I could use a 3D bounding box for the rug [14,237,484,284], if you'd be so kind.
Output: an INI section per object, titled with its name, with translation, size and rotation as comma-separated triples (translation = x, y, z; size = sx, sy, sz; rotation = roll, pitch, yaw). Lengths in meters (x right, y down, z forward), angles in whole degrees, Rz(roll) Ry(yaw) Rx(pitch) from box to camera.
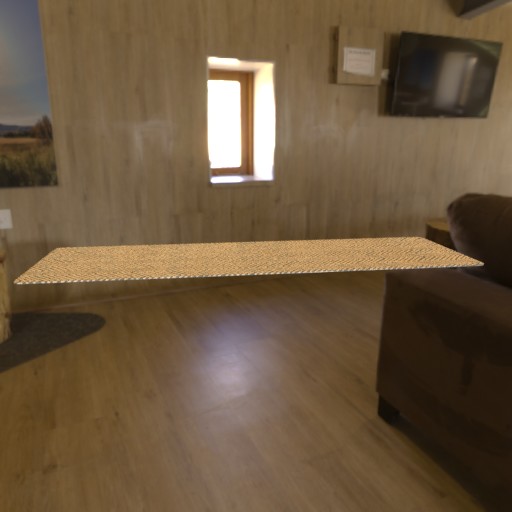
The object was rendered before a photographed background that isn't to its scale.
[rug]
translation = 0.000, 0.000, 2.446
size = 2.286, 0.008, 0.686
rotation = -2, 15, -8
